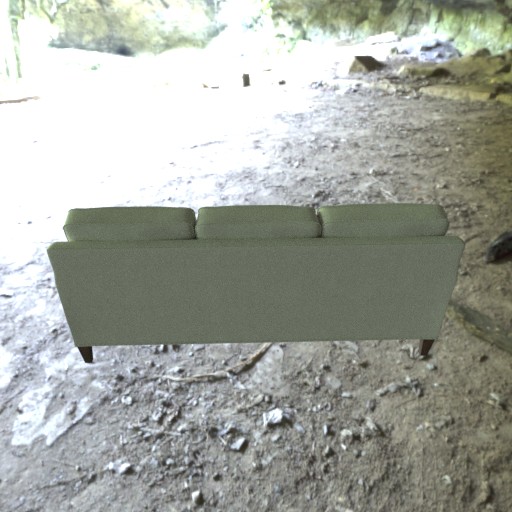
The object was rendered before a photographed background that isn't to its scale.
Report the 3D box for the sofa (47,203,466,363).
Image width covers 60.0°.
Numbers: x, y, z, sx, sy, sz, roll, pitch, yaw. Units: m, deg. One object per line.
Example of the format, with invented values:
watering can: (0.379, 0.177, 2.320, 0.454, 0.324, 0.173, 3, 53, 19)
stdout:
sofa: (0.000, 0.000, 2.900, 2.246, 1.003, 1.084, -1, 29, -2)
